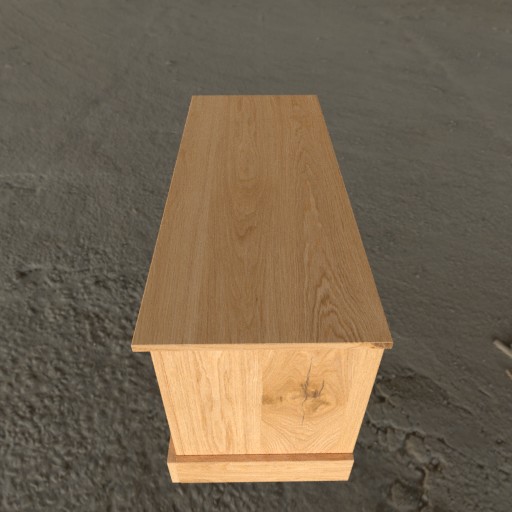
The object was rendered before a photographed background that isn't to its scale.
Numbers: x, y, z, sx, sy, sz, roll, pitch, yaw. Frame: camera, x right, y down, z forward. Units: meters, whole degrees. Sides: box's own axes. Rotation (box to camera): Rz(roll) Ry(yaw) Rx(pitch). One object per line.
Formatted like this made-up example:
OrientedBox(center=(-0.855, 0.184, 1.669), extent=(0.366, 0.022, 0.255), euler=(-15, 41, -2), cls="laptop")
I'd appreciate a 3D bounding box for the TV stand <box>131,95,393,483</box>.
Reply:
OrientedBox(center=(0.000, 0.000, 1.318), extent=(0.440, 0.550, 1.080), euler=(-1, 41, -1), cls="TV stand")
